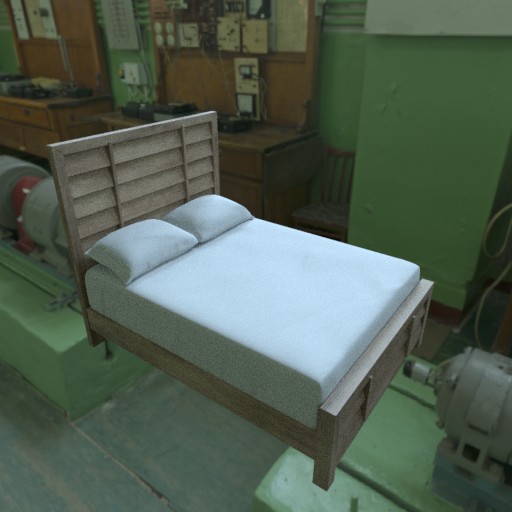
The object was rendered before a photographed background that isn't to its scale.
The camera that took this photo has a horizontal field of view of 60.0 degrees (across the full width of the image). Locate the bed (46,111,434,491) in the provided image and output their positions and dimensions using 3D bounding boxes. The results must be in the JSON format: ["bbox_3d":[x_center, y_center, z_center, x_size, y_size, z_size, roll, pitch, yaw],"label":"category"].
[{"bbox_3d":[0.000,0.000,3.254,2.197,1.626,1.626,19,33,32],"label":"bed"}]
